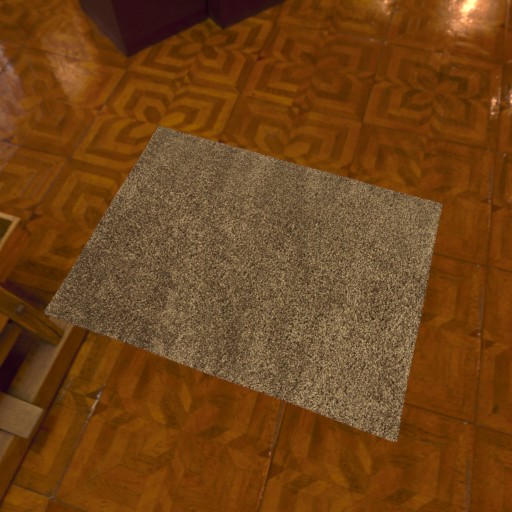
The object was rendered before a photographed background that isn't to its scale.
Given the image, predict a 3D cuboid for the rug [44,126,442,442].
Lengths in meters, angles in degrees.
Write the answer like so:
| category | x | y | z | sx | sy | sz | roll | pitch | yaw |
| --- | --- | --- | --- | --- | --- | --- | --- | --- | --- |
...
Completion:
| category | x | y | z | sx | sy | sz | roll | pitch | yaw |
| --- | --- | --- | --- | --- | --- | --- | --- | --- | --- |
| rug | 0.000 | 0.000 | 2.135 | 1.601 | 0.025 | 1.198 | 17 | 63 | 9 |
